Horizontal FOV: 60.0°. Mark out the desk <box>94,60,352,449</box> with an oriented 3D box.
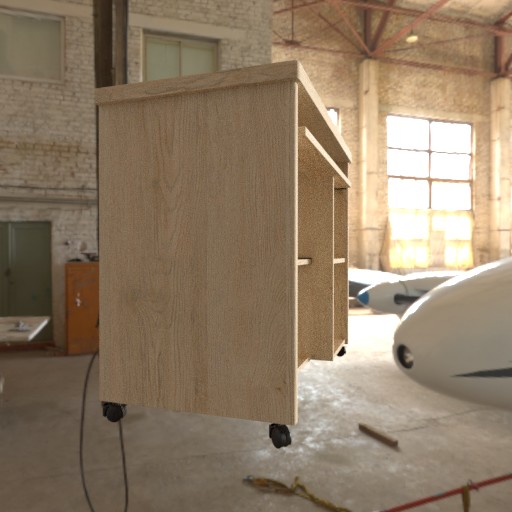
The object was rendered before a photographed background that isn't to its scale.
[{"bbox_3d":[0.000,0.000,1.357,0.480,0.770,0.885,0,0,19],"label":"desk"}]
